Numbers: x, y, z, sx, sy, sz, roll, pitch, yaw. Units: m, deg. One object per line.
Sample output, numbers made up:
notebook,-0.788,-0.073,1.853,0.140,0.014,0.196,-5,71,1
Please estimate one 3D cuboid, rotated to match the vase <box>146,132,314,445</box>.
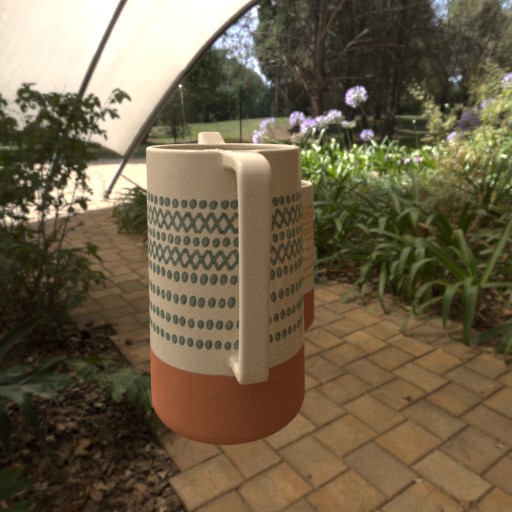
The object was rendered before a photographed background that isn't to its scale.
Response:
vase,0.000,0.000,0.459,0.168,0.247,0.326,8,18,25
